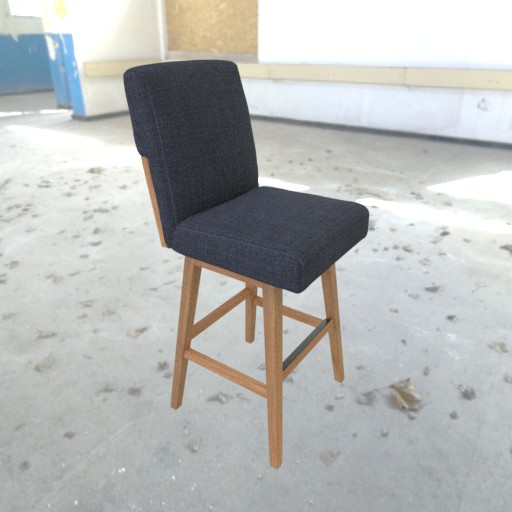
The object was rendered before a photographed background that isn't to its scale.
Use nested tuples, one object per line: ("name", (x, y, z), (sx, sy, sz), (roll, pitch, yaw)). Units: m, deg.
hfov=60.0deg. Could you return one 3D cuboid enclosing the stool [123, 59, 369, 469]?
("stool", (0.000, 0.000, 1.393), (0.570, 1.112, 0.483), (17, 31, 31))
